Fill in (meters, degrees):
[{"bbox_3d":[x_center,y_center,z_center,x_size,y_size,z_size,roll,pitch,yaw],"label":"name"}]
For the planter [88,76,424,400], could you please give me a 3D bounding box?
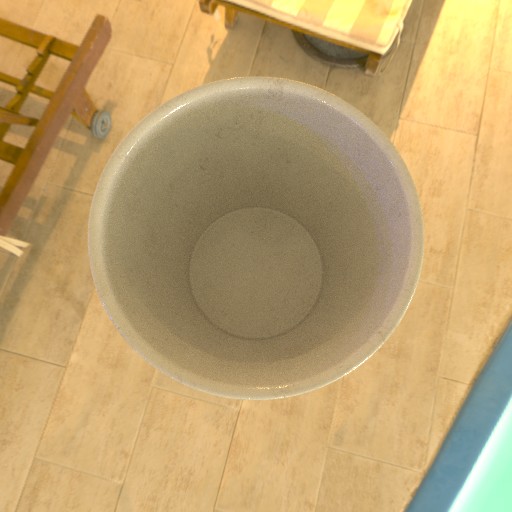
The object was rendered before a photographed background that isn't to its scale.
[{"bbox_3d":[0.000,0.000,0.449,0.260,0.220,0.260,0,77,0],"label":"planter"}]
